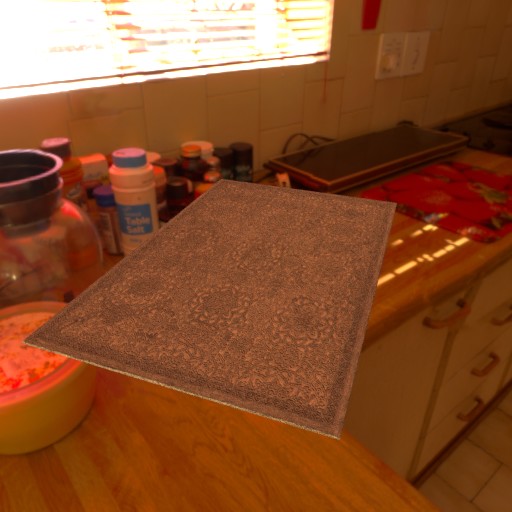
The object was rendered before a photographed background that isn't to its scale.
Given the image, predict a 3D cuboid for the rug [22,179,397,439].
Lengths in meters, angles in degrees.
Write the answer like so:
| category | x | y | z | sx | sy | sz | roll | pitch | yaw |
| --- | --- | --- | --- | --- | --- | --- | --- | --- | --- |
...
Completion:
| category | x | y | z | sx | sy | sz | roll | pitch | yaw |
| --- | --- | --- | --- | --- | --- | --- | --- | --- | --- |
| rug | 0.000 | 0.000 | 2.229 | 1.208 | 0.012 | 1.819 | 11 | 32 | 17 |
